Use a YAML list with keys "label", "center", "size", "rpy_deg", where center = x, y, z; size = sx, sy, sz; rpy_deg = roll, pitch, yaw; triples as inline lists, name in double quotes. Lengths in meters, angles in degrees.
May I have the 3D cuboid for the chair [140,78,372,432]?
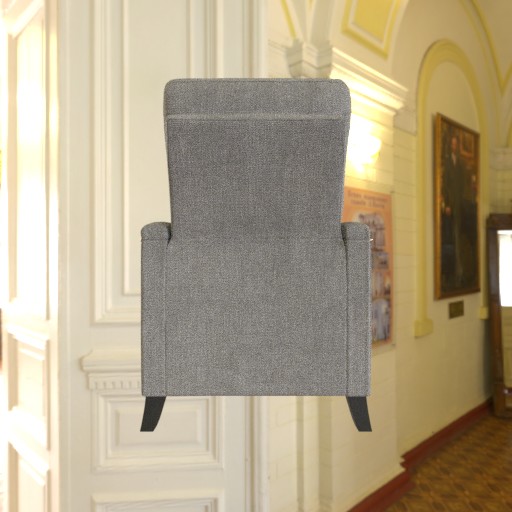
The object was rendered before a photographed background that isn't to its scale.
- label: "chair"
  center: [0.000, 0.000, 1.648]
  size: [0.710, 1.049, 0.922]
  rpy_deg: [0, 0, 0]
